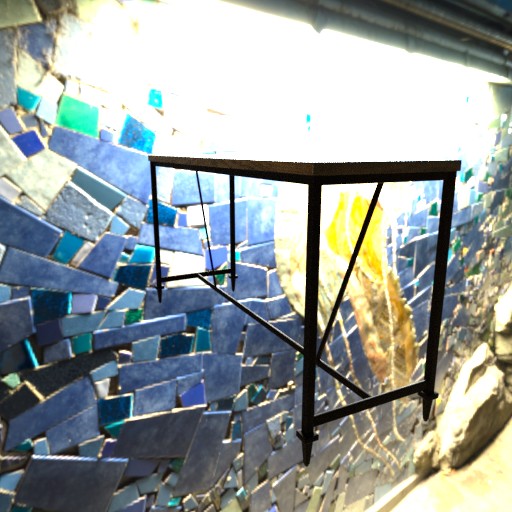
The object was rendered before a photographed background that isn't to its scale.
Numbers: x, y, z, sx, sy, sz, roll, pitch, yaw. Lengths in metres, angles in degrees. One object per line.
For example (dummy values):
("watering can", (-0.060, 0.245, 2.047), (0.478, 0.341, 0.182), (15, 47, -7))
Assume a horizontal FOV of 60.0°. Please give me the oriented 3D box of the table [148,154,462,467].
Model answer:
("table", (0.000, 0.000, 2.067), (0.551, 0.902, 1.700), (-7, 15, -26))
